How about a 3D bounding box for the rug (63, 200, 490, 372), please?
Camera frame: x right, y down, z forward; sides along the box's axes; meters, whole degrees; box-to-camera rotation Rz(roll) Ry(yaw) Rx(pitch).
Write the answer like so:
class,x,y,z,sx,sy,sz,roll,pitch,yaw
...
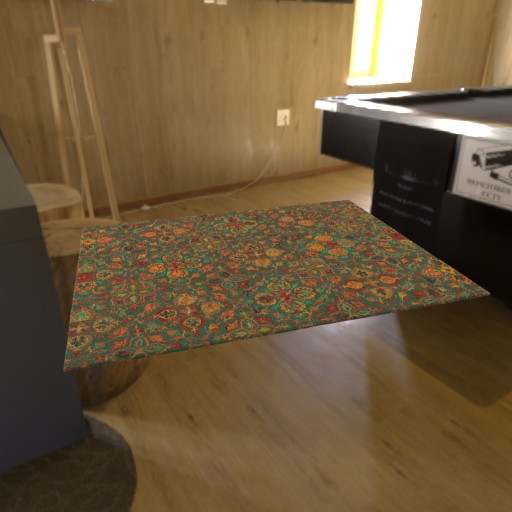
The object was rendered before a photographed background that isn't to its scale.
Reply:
class,x,y,z,sx,sy,sz,roll,pitch,yaw
rug,0.000,0.000,4.182,3.204,0.025,2.434,-7,27,-15
